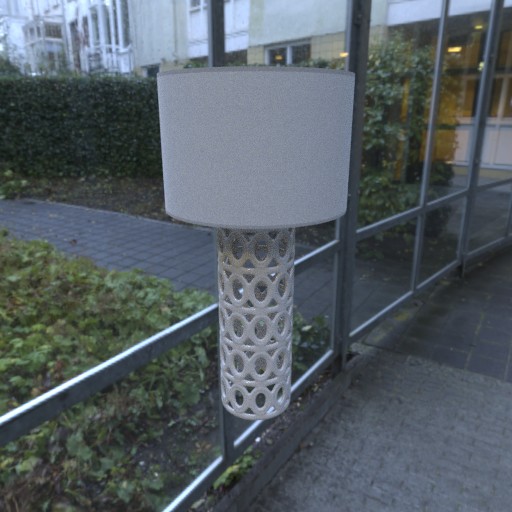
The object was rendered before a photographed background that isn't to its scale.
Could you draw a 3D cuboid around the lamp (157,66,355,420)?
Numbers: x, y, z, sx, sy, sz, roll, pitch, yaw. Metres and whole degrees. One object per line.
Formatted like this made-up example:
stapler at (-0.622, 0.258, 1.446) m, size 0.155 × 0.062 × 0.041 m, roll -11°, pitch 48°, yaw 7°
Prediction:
lamp at (0.000, 0.000, 0.842) m, size 0.324 × 0.636 × 0.325 m, roll -16°, pitch 24°, yaw -41°
